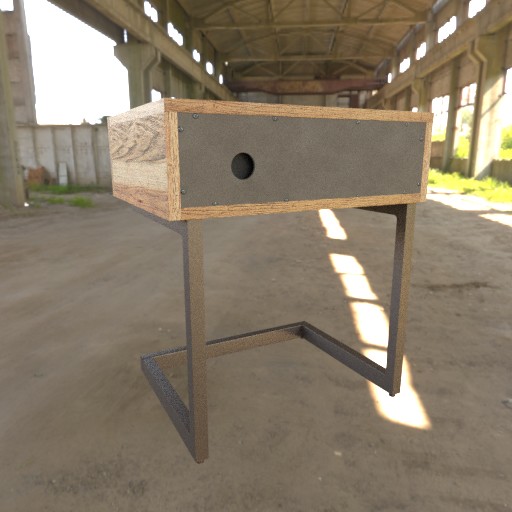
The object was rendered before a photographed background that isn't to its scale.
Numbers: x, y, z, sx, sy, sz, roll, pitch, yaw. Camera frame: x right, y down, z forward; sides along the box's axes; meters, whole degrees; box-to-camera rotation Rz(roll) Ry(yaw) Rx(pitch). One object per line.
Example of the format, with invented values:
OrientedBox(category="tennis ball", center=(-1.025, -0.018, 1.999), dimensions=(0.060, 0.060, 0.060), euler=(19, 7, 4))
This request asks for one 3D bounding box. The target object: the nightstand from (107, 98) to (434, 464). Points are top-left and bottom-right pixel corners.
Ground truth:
OrientedBox(category="nightstand", center=(0.000, 0.000, 1.042), dimensions=(0.558, 0.632, 0.481), euler=(-7, 15, -27))
